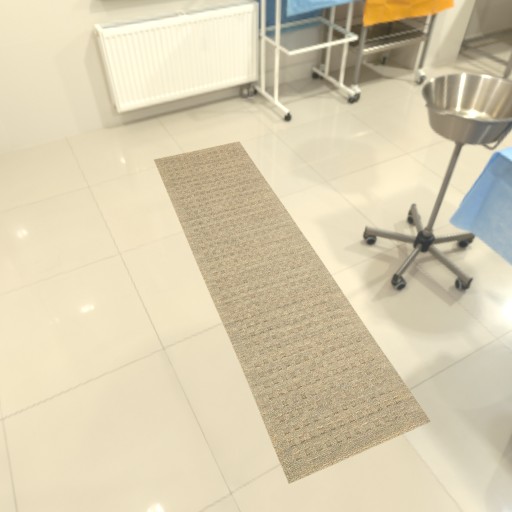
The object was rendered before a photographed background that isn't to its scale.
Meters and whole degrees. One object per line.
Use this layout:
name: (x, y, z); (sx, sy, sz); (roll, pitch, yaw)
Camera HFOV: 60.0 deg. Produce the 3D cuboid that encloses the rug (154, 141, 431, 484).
rug: (0.000, 0.000, 2.637); (0.688, 0.005, 2.437); (-16, 48, -15)
